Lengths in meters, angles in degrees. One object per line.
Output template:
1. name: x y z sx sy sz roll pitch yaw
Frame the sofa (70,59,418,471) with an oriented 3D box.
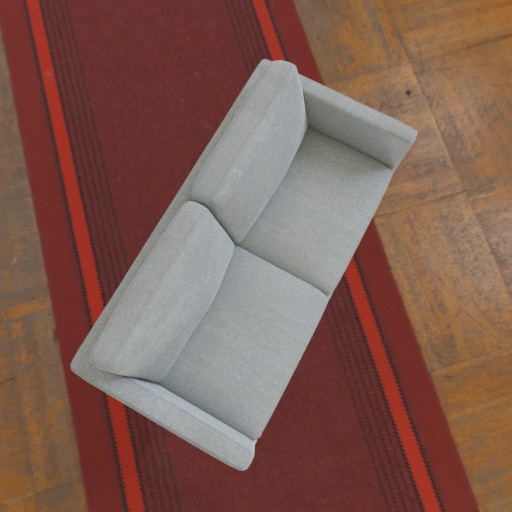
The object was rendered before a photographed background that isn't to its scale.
1. sofa: 0.000 0.000 2.404 0.950 0.963 1.884 28 78 7
